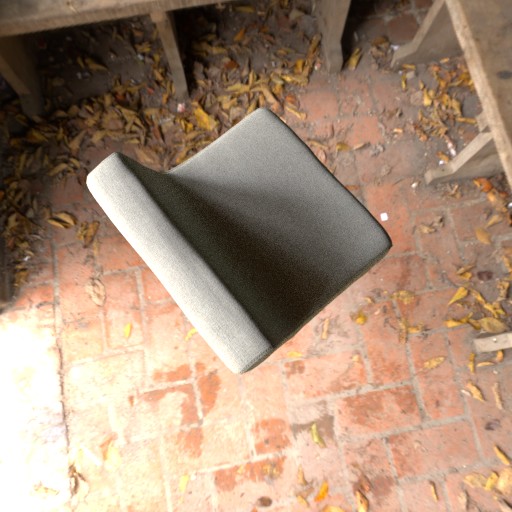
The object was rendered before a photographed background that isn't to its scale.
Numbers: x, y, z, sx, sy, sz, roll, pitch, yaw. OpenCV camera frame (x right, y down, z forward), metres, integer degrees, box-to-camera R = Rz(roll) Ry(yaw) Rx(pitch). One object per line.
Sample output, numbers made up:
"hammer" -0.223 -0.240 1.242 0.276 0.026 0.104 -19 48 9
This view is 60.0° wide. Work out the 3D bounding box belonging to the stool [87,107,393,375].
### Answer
"stool" 0.000 0.000 1.360 0.500 1.037 0.511 -39 80 -9
